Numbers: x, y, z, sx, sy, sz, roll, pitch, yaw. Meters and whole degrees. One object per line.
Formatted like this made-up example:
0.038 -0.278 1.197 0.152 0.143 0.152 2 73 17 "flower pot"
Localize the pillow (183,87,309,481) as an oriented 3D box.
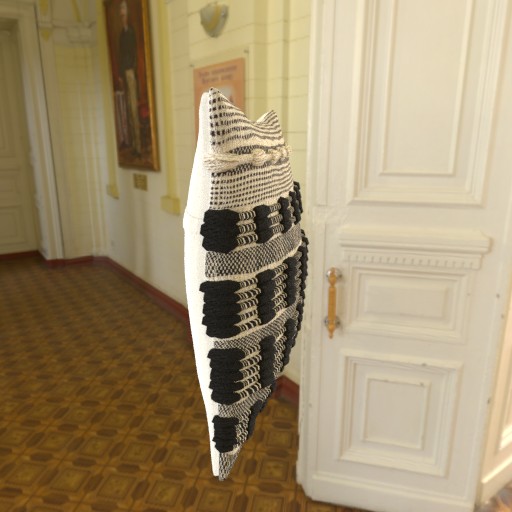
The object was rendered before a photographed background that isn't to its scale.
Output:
0.000 0.000 0.667 0.156 0.438 0.436 3 16 9 "pillow"
